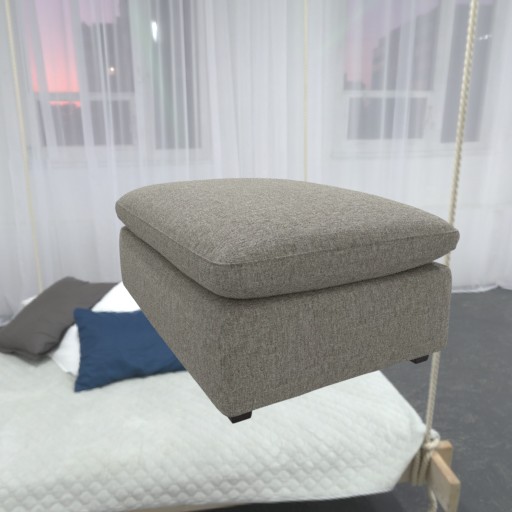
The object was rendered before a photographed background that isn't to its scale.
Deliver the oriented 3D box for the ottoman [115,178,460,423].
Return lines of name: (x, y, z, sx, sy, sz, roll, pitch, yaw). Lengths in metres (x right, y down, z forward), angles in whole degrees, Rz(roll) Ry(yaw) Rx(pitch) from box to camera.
ottoman: (0.000, 0.000, 1.380, 0.694, 0.451, 0.977, -8, 17, -27)
